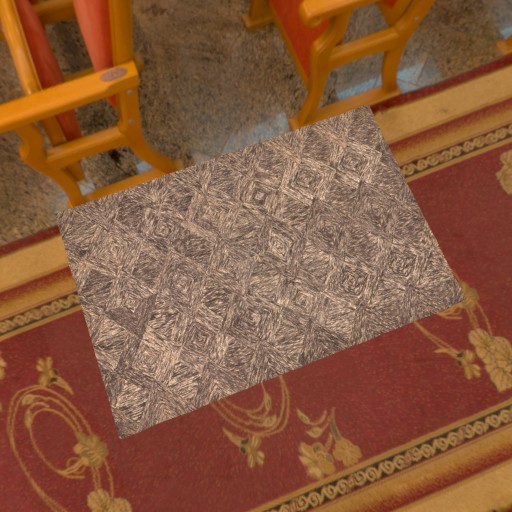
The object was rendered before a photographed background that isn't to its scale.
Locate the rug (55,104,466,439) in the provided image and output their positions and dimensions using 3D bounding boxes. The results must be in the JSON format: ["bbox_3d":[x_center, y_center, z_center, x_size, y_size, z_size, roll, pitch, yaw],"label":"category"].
[{"bbox_3d":[0.000,0.000,2.266,1.808,0.011,1.189,-20,77,-5],"label":"rug"}]
